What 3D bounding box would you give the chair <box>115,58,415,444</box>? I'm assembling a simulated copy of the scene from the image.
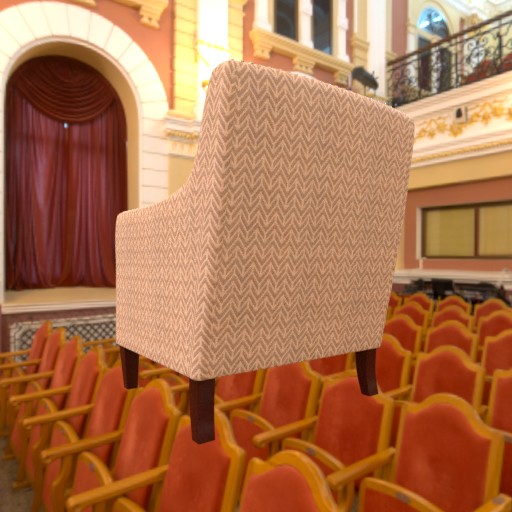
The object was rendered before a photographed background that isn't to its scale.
[{"bbox_3d":[0.000,0.000,1.297,0.623,0.816,0.651,0,0,-36],"label":"chair"}]
